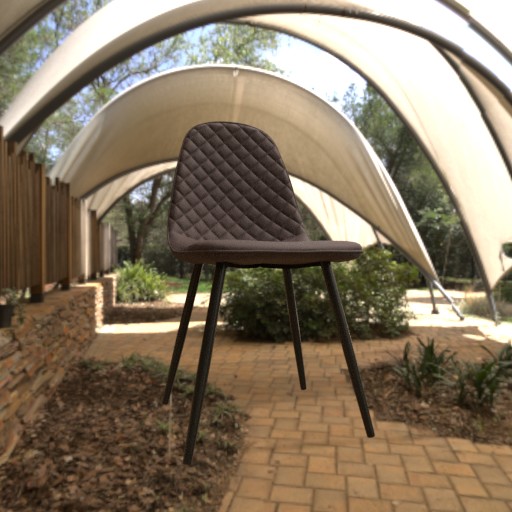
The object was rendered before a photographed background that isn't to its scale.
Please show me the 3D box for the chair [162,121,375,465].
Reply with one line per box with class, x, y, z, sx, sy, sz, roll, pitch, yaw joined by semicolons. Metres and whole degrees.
chair;0.000;0.000;1.223;0.472;0.889;0.561;0;0;-18
